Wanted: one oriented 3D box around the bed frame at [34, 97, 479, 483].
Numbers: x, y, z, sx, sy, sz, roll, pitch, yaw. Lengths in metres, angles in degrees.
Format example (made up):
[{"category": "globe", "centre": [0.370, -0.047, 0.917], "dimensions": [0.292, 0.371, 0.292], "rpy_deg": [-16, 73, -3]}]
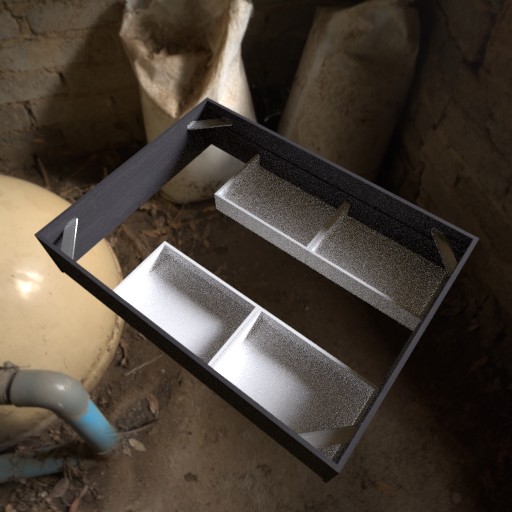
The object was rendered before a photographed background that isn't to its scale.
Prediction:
[{"category": "bed frame", "centre": [0.000, 0.000, 2.579], "dimensions": [1.944, 0.459, 1.448], "rpy_deg": [33, 63, 19]}]
